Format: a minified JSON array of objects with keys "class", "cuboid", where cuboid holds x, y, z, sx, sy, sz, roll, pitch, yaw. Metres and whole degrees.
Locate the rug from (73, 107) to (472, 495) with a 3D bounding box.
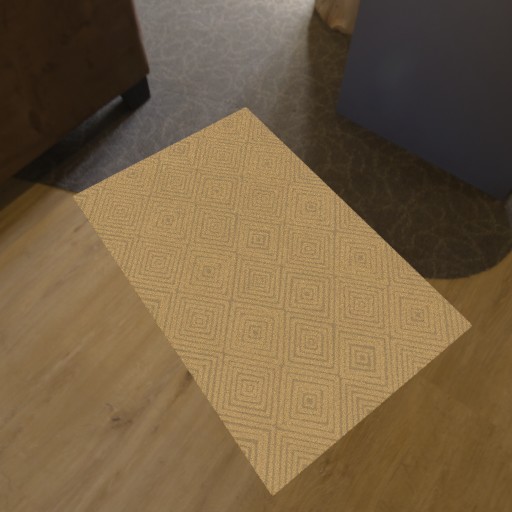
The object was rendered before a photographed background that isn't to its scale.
[{"class":"rug","cuboid":[0.000,0.000,2.191,1.143,0.008,1.753,-33,65,-17]}]
